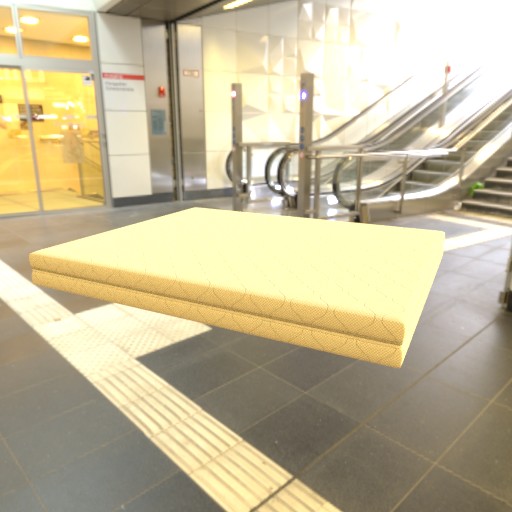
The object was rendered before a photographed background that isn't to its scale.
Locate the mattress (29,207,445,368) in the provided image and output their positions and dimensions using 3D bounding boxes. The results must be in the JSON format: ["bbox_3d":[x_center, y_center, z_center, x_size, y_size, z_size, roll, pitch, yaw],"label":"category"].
[{"bbox_3d":[0.000,0.000,2.704,2.000,0.200,1.600,8,18,26],"label":"mattress"}]
